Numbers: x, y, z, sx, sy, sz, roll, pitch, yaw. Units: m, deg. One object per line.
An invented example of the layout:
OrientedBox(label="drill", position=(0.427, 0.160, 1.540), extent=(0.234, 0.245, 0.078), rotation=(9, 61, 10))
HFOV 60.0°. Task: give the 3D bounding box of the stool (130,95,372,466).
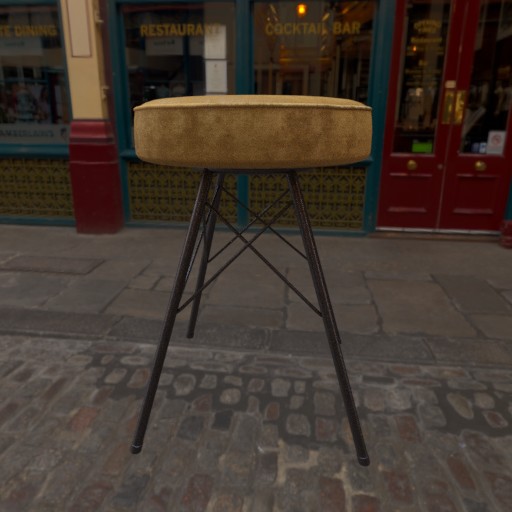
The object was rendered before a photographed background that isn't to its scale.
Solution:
OrientedBox(label="stool", position=(0.000, 0.000, 0.894), extent=(0.438, 0.595, 0.472), rotation=(2, 16, 6))
